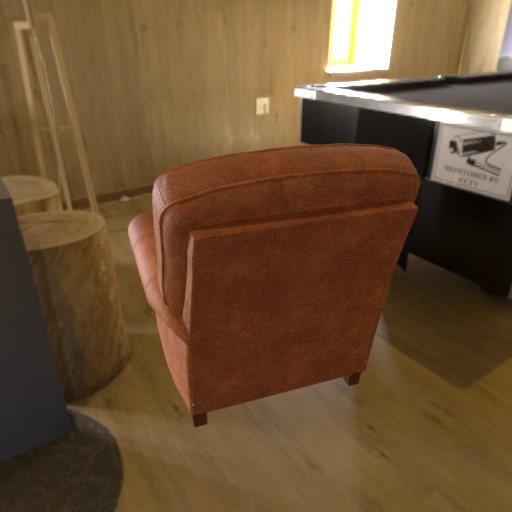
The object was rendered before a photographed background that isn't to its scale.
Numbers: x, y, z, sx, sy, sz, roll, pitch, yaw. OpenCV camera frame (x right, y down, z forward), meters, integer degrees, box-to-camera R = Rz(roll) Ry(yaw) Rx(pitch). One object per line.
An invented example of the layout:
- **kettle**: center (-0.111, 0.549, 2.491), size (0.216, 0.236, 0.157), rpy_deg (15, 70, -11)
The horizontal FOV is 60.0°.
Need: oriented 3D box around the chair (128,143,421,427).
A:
- **chair**: center (0.000, 0.000, 1.773), size (0.936, 1.018, 0.986), rpy_deg (-9, 29, -17)
